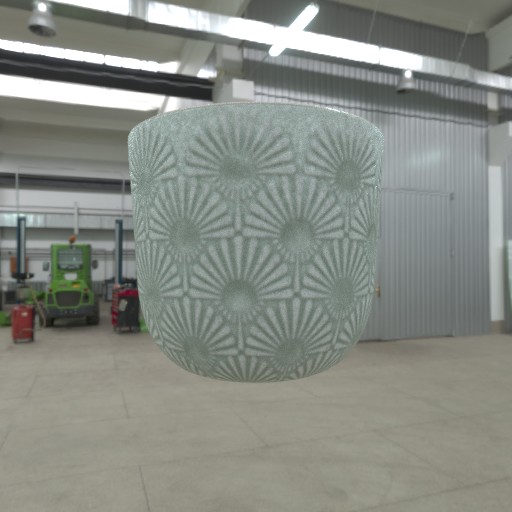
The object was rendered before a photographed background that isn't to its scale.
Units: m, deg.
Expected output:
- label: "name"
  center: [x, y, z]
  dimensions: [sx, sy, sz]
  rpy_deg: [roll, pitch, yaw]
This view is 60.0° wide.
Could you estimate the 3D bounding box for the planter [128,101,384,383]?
- label: "planter"
  center: [0.000, 0.000, 0.304]
  dimensions: [0.170, 0.152, 0.170]
  rpy_deg: [0, -1, 0]
